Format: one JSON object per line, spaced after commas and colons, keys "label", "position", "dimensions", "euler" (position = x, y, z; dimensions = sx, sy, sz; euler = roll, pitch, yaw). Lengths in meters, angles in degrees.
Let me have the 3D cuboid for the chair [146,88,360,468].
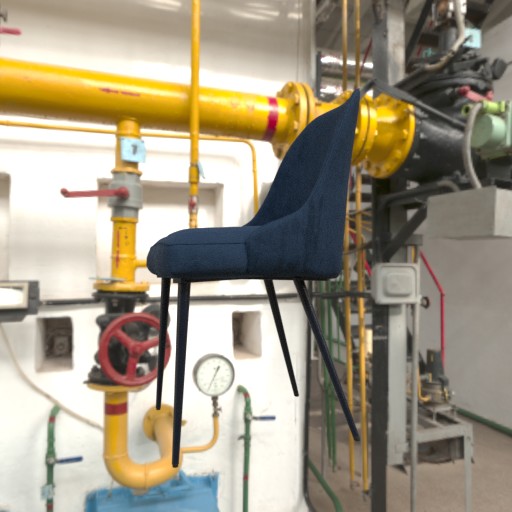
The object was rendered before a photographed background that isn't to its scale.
{"label": "chair", "position": [0.000, 0.000, 1.201], "dimensions": [0.559, 0.896, 0.478], "euler": [0, -1, -18]}
